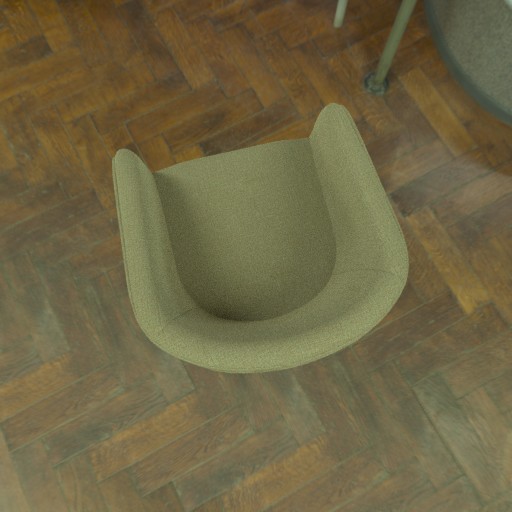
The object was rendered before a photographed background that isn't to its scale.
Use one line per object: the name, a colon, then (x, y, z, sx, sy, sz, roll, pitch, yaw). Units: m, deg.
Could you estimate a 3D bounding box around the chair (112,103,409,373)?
chair: (0.000, 0.000, 1.222, 0.584, 0.775, 0.616, -13, 76, -3)
